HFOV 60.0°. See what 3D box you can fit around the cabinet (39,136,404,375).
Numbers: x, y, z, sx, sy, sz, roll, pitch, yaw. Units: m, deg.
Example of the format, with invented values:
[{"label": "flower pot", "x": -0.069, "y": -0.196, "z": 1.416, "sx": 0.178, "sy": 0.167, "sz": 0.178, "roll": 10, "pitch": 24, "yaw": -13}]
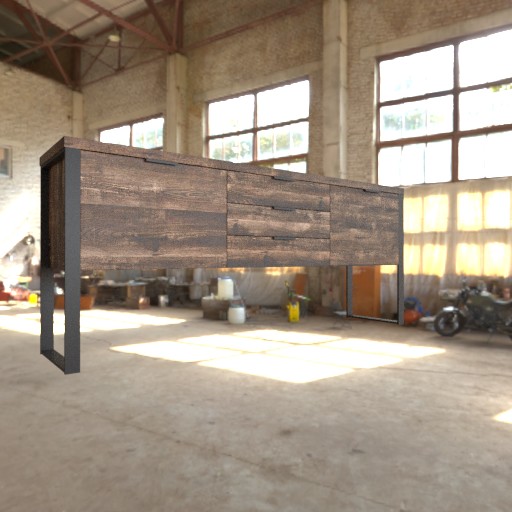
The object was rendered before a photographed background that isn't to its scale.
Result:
[{"label": "cabinet", "x": 0.000, "y": 0.000, "z": 2.097, "sx": 1.800, "sy": 0.762, "sz": 0.395, "roll": 0, "pitch": 0, "yaw": -37}]
